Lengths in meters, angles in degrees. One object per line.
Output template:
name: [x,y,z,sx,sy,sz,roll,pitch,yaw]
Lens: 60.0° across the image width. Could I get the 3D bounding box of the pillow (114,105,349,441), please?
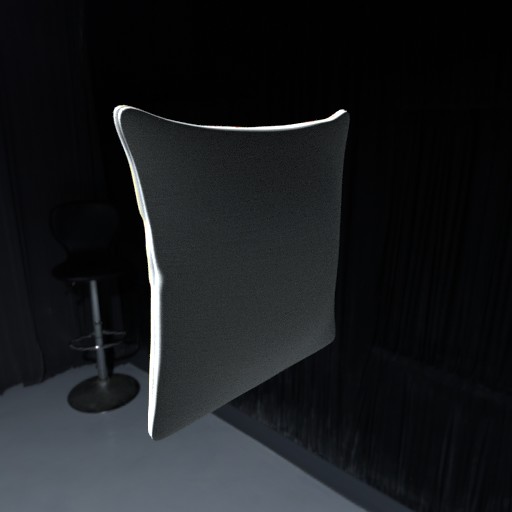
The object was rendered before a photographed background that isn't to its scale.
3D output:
pillow: [0.000,0.000,0.703,0.191,0.449,0.451,16,23,42]
